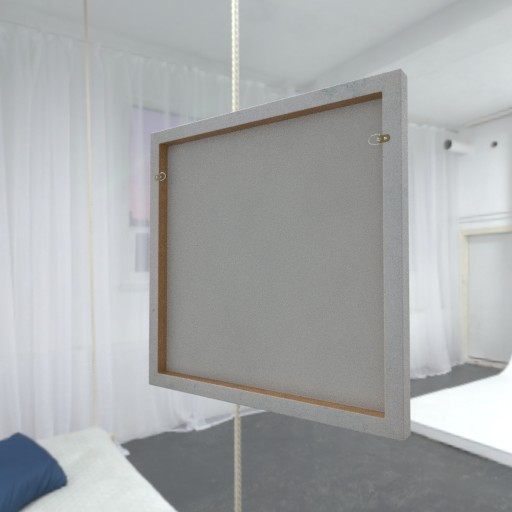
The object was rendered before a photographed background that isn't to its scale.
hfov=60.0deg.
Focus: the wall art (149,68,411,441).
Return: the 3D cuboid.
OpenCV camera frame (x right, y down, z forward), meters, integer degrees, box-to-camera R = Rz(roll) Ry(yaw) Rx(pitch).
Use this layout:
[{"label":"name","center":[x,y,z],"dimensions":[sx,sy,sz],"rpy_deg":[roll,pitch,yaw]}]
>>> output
[{"label":"wall art","center":[0.000,0.000,0.915],"dimensions":[0.612,0.612,0.040],"rpy_deg":[-1,-2,35]}]
